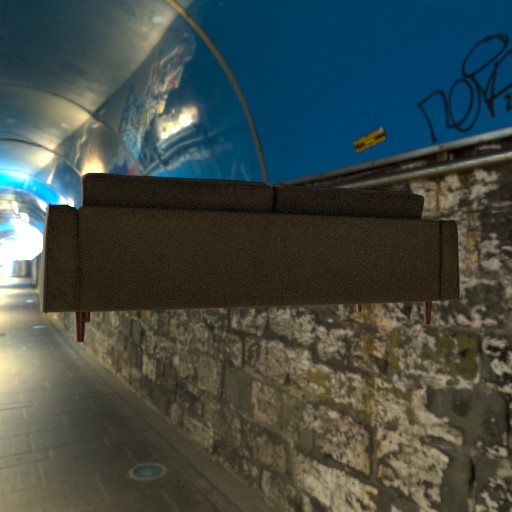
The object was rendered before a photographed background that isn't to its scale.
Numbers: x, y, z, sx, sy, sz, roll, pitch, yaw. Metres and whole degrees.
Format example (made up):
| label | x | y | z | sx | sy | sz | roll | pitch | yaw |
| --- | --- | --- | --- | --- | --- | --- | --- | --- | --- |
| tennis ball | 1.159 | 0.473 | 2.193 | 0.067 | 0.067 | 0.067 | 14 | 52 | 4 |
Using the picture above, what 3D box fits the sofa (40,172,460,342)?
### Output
| label | x | y | z | sx | sy | sz | roll | pitch | yaw |
| --- | --- | --- | --- | --- | --- | --- | --- | --- | --- |
| sofa | 0.000 | 0.000 | 2.697 | 2.295 | 0.813 | 0.923 | 0 | -1 | -19 |
